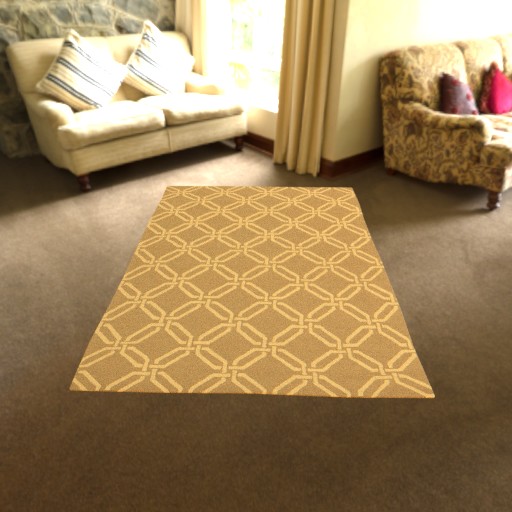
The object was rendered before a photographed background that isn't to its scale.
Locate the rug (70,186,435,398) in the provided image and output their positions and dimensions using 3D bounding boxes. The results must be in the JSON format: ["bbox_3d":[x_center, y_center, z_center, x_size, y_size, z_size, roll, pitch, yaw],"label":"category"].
[{"bbox_3d":[0.000,0.000,2.719,1.524,0.013,2.135,1,32,1],"label":"rug"}]
